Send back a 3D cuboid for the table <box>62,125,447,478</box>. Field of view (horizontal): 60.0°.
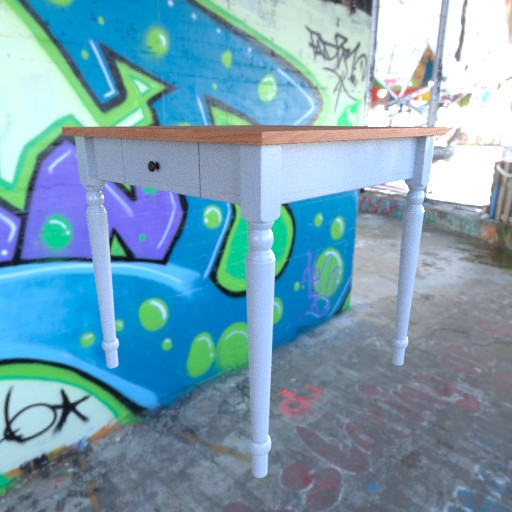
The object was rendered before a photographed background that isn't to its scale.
[{"bbox_3d":[0.000,0.000,1.320,0.747,0.738,0.747,16,23,42],"label":"table"}]
